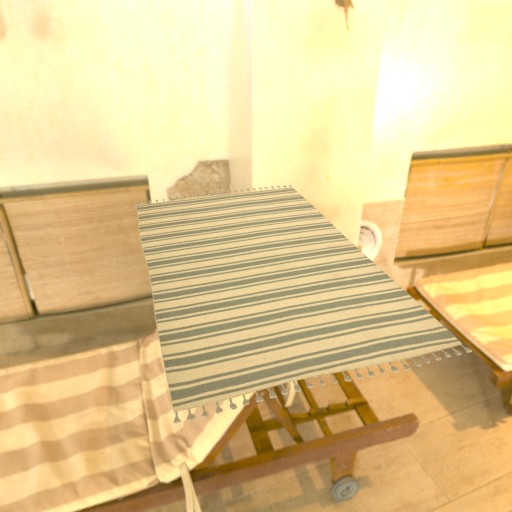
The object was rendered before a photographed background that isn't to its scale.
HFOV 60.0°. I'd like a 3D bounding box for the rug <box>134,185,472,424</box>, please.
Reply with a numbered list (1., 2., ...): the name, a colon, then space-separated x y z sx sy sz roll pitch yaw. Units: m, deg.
1. rug: 0.000 0.000 2.516 1.222 0.009 2.084 -9 30 -15
